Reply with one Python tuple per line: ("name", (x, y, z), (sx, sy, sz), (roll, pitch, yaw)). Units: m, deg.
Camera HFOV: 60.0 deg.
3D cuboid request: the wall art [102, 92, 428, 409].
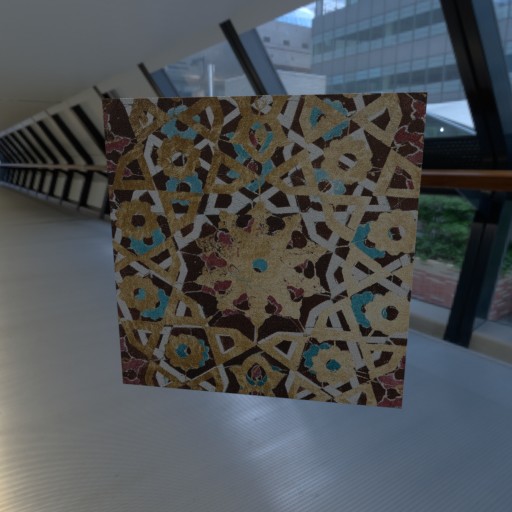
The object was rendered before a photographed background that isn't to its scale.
("wall art", (0.000, 0.000, 1.116), (0.757, 0.762, 0.028), (2, 13, 9))
